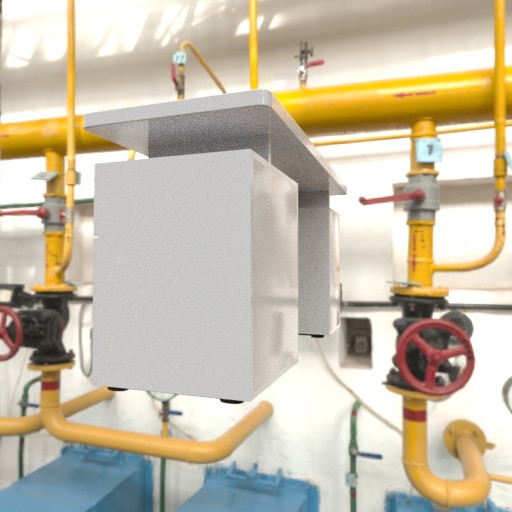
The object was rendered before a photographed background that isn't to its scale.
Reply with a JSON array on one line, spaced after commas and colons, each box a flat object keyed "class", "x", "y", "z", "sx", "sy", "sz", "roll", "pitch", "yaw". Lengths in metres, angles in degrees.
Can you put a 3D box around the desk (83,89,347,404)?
[{"class": "desk", "x": 0.000, "y": 0.000, "z": 1.790, "sx": 0.550, "sy": 0.762, "sz": 1.400, "roll": 0, "pitch": -2, "yaw": 19}]
